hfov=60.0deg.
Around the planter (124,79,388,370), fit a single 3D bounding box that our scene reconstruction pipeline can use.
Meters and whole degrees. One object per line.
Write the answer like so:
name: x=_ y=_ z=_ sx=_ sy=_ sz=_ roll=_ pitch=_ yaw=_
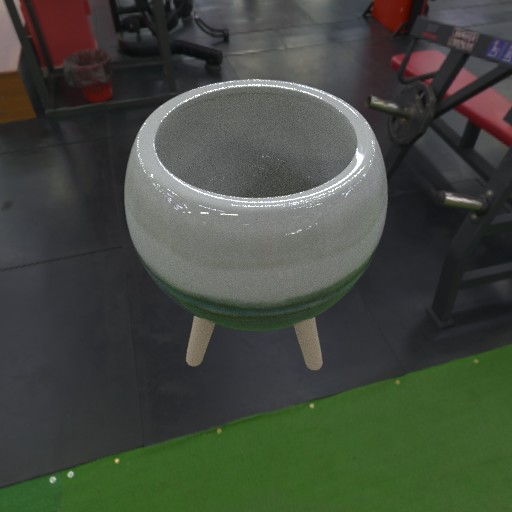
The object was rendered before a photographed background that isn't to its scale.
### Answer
planter: x=0.000 y=0.000 z=0.441 sx=0.222 sy=0.278 sz=0.222 roll=0 pitch=47 yaw=0
